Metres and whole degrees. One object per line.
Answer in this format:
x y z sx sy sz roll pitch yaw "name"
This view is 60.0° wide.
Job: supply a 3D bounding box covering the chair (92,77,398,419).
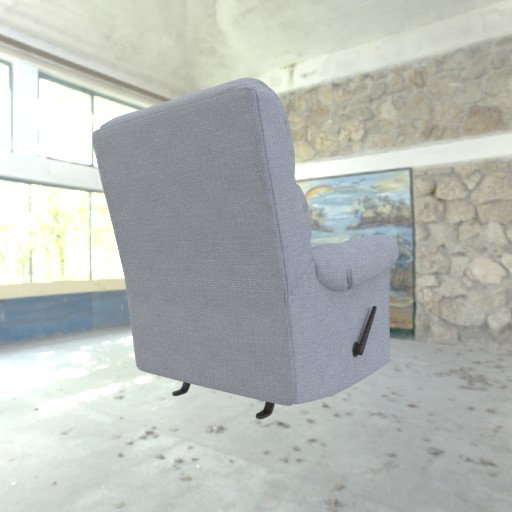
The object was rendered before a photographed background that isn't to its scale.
0.000 0.000 1.768 0.838 1.054 1.014 0 0 37 "chair"
